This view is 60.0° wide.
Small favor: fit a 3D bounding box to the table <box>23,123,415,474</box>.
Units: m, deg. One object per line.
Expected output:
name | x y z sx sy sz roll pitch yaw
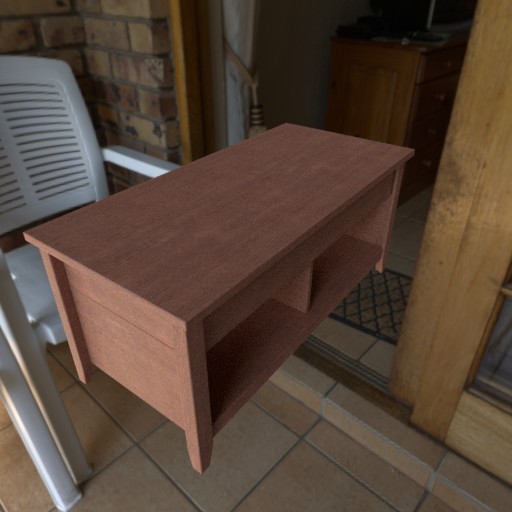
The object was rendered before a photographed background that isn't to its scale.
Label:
table | 0.000 0.000 1.289 0.483 0.457 1.016 22 39 30
